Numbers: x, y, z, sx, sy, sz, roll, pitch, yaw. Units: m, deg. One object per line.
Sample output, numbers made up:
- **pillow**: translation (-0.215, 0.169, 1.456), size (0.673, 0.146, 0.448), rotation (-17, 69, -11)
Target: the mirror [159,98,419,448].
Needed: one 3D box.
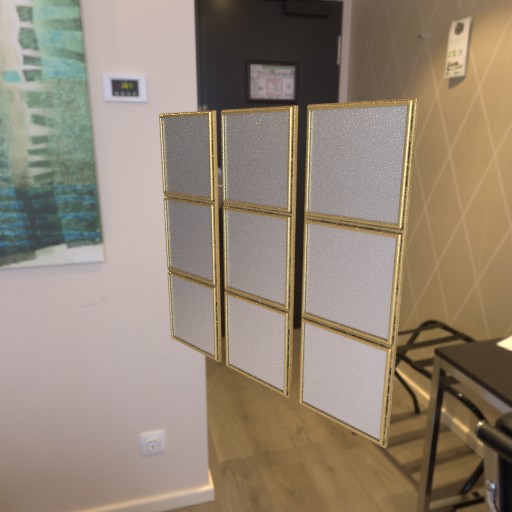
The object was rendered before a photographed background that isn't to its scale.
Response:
- **mirror**: translation (0.000, 0.000, 1.460), size (1.011, 0.926, 0.023), rotation (14, 21, 42)
